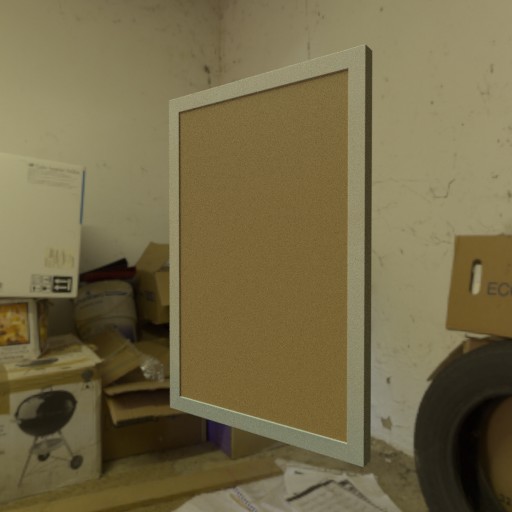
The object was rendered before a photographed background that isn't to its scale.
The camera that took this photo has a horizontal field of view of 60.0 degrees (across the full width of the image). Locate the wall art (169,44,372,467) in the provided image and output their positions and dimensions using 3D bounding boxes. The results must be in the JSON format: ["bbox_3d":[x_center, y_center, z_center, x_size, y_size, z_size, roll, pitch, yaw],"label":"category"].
[{"bbox_3d":[0.000,0.000,1.155,0.612,0.915,0.039,1,1,36],"label":"wall art"}]
